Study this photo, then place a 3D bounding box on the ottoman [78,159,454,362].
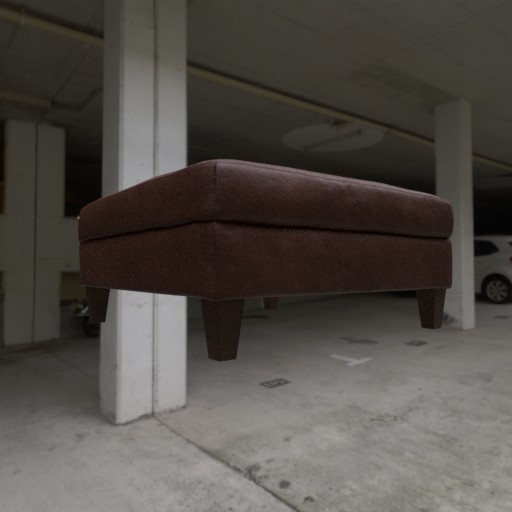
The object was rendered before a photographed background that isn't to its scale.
[{"bbox_3d":[0.000,0.000,1.337,0.836,0.415,0.844,1,-2,-37],"label":"ottoman"}]
